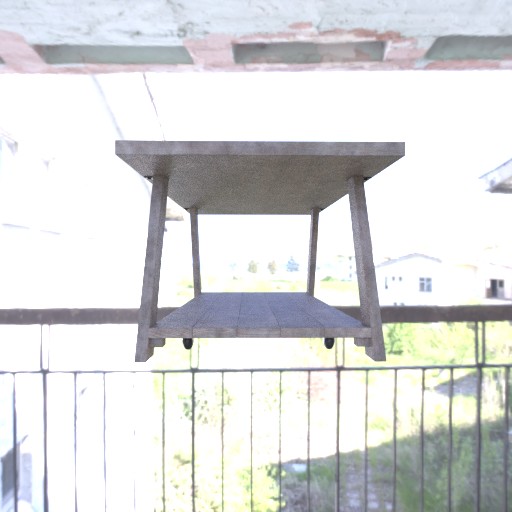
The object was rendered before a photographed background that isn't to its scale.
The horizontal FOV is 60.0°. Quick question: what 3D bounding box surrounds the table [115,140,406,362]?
[{"bbox_3d":[0.000,0.000,1.536,0.610,0.470,1.219,0,-1,-1],"label":"table"}]
